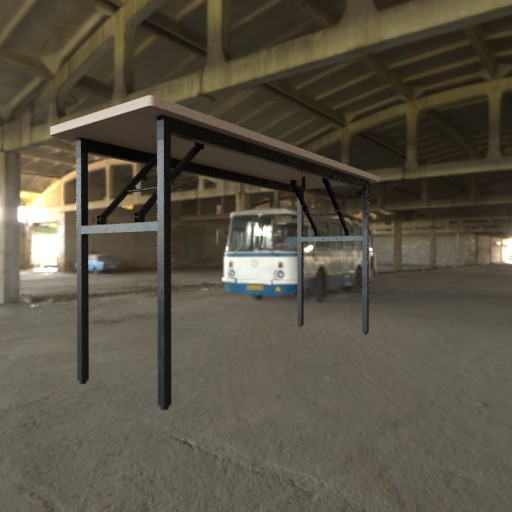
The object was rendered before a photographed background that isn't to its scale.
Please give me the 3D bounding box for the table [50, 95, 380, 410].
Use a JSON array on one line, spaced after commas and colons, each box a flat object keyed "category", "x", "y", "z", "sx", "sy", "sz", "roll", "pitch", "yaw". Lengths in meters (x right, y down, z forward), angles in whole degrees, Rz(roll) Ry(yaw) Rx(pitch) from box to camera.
[{"category": "table", "x": 0.000, "y": 0.000, "z": 1.706, "sx": 0.447, "sy": 0.750, "sz": 1.397, "roll": 0, "pitch": 1, "yaw": 37}]
